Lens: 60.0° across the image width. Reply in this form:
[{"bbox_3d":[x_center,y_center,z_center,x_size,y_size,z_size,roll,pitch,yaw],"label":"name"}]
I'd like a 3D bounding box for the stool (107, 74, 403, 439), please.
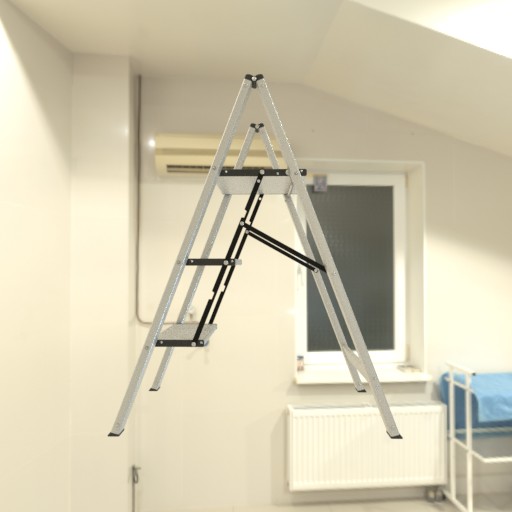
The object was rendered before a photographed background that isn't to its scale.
[{"bbox_3d":[0.000,0.000,1.316,0.730,0.902,0.441,0,-1,1],"label":"stool"}]
